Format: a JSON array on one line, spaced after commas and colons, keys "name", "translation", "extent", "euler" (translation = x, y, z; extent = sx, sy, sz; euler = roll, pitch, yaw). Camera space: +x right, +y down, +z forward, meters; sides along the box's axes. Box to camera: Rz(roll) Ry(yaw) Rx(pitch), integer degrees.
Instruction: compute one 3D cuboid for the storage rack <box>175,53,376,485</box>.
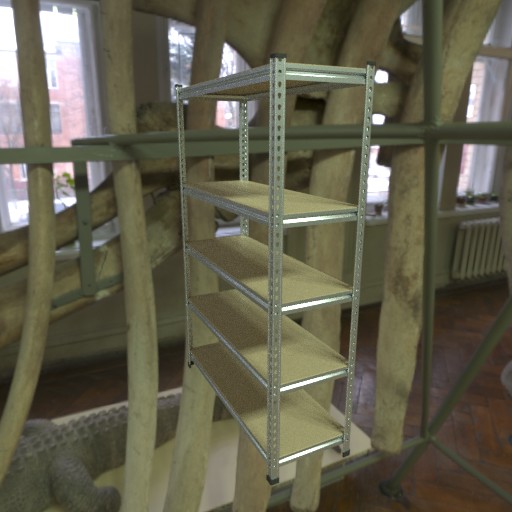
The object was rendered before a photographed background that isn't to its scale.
[{"name": "storage rack", "translation": [0.000, 0.000, 2.408], "extent": [0.457, 1.829, 1.219], "euler": [-8, 17, -25]}]
